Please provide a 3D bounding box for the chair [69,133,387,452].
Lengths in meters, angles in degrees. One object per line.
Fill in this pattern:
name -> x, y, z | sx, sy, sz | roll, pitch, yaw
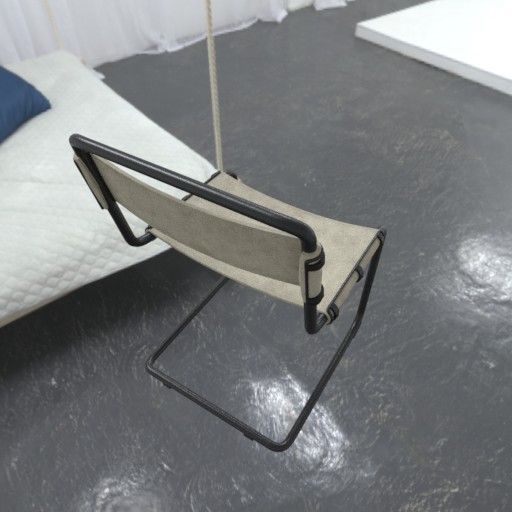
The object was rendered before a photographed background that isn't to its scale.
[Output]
chair -> 0.000, 0.000, 1.055 | 0.499, 0.747, 0.497 | 24, 50, 22
